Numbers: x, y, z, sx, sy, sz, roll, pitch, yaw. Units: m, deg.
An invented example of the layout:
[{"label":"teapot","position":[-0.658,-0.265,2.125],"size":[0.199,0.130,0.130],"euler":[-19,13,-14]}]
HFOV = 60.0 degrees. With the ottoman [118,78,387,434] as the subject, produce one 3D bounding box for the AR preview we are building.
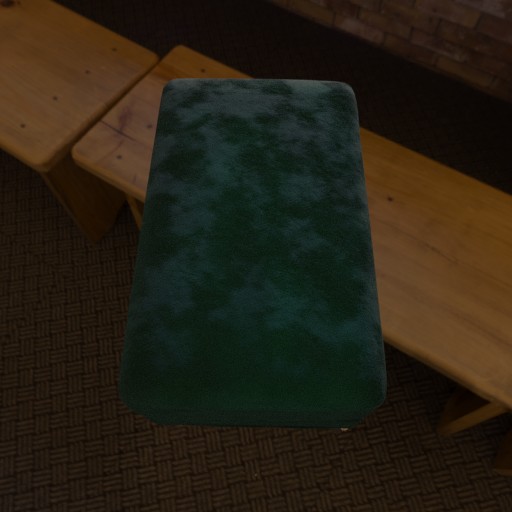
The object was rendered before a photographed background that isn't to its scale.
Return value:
[{"label":"ottoman","position":[0.000,0.000,1.238],"size":[0.536,0.533,0.886],"euler":[1,64,0]}]
